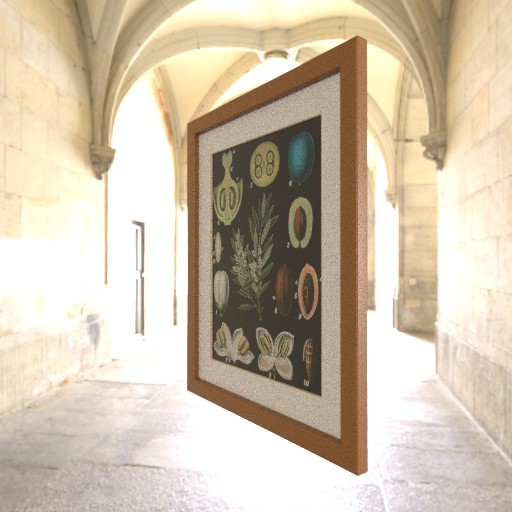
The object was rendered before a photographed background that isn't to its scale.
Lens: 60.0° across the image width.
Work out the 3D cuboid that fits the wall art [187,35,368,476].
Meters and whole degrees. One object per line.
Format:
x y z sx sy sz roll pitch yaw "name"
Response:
0.000 0.000 0.737 0.021 0.550 0.449 0 0 -37 "wall art"
